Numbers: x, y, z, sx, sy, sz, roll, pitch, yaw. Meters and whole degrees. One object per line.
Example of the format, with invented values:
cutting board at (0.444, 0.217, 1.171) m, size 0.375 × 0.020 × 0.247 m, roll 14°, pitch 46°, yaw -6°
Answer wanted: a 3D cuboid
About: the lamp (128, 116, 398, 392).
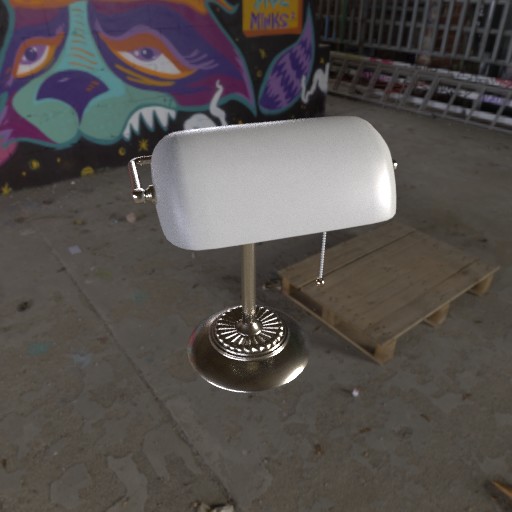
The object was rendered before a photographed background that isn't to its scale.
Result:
lamp at (0.000, 0.000, 0.529) m, size 0.264 × 0.339 × 0.243 m, roll -10°, pitch 33°, yaw -15°
